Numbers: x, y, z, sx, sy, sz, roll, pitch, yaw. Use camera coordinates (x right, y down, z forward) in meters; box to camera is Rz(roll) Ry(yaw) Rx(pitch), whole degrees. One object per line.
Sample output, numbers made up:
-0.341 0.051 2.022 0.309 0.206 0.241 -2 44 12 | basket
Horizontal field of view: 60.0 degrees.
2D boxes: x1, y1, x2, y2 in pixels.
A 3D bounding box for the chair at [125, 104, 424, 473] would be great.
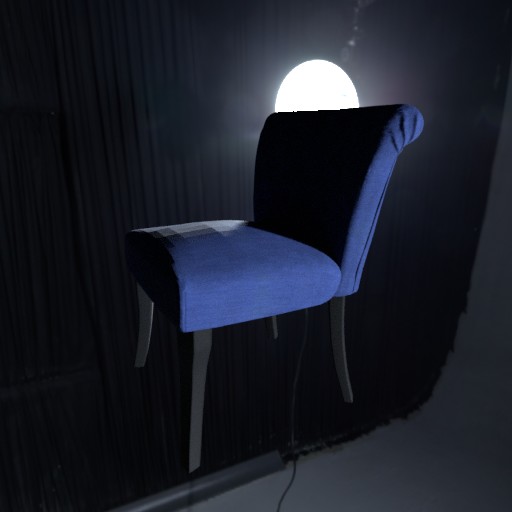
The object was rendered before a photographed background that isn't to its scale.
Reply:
0.000 0.000 1.175 0.606 0.753 0.585 -8 18 -26 | chair
